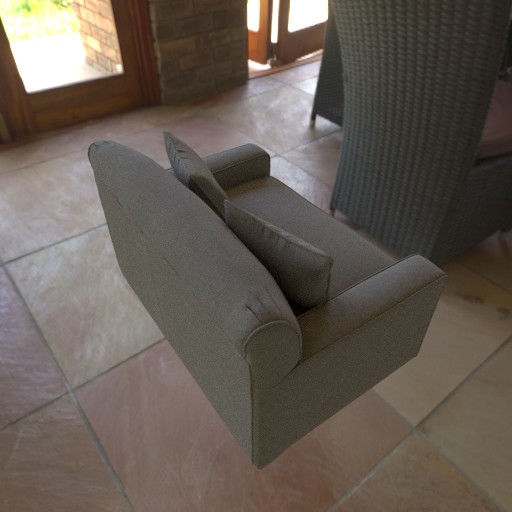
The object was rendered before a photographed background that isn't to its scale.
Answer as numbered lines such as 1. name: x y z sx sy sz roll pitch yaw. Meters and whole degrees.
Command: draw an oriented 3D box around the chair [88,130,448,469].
1. chair: 0.000 0.000 2.090 0.992 0.953 1.395 -25 47 -26
